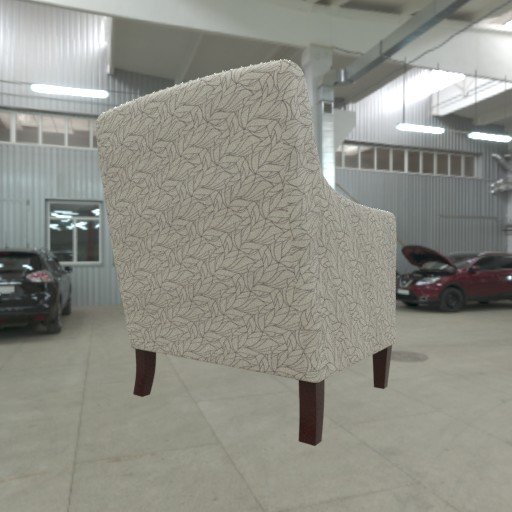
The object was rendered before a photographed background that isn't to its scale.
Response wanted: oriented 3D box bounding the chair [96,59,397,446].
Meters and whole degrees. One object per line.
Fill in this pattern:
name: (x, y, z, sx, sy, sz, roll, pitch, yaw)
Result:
chair: (0.000, 0.000, 1.292, 0.623, 0.816, 0.651, 0, 0, 36)
